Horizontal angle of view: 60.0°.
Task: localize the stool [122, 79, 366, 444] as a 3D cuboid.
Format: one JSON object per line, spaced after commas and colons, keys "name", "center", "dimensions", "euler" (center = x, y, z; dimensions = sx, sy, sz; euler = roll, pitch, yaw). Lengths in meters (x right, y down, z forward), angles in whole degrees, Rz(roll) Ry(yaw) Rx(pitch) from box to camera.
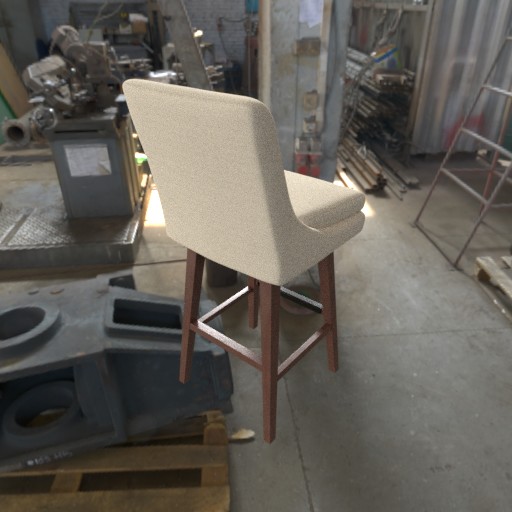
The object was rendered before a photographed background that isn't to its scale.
{"name": "stool", "center": [0.000, 0.000, 1.426], "dimensions": [0.483, 1.093, 0.559], "euler": [23, 37, 33]}
